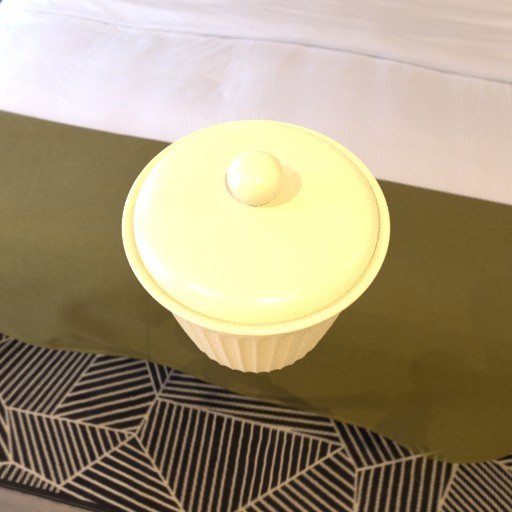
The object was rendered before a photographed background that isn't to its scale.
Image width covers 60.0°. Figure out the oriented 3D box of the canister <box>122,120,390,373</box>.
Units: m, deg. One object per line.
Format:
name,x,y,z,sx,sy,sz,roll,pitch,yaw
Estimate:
canister,0.000,0.000,0.352,0.181,0.211,0.181,0,58,0
